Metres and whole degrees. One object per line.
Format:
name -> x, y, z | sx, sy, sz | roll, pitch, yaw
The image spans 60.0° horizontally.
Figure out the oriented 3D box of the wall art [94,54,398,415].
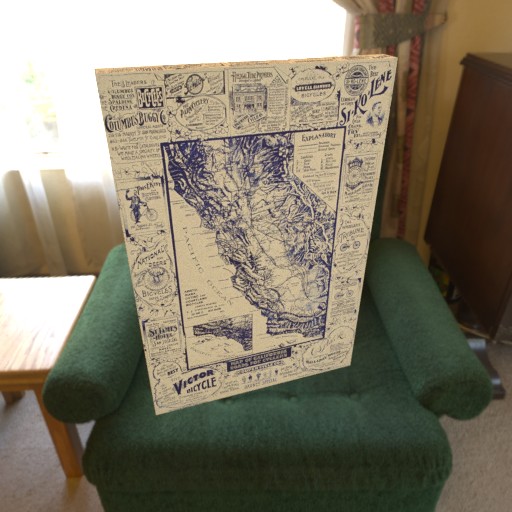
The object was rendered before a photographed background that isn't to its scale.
wall art -> 0.000, 0.000, 0.743 | 0.408, 0.601, 0.040 | -10, 33, -15
